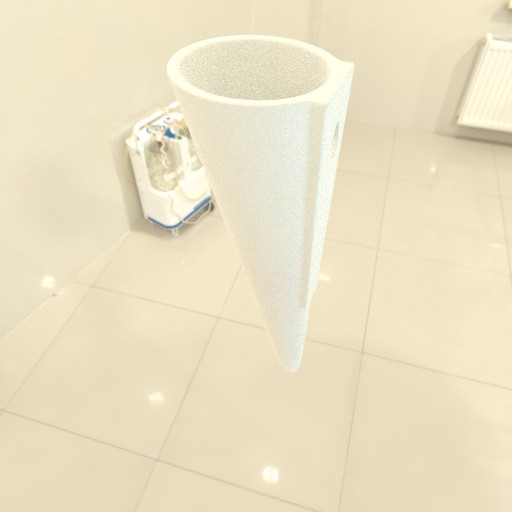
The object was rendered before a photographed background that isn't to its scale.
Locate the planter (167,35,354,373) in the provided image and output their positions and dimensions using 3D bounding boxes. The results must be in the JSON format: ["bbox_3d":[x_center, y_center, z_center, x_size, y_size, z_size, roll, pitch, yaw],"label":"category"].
[{"bbox_3d":[0.000,0.000,0.226,0.064,0.193,0.057,17,49,16],"label":"planter"}]
